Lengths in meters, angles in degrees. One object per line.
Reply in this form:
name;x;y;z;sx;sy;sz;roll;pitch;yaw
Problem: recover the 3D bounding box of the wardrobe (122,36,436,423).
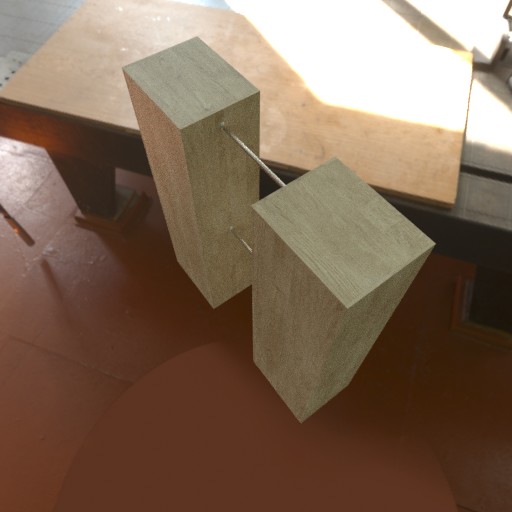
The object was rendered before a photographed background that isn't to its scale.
wardrobe;0.000;0.000;2.923;0.480;2.000;1.770;-32;63;-18
